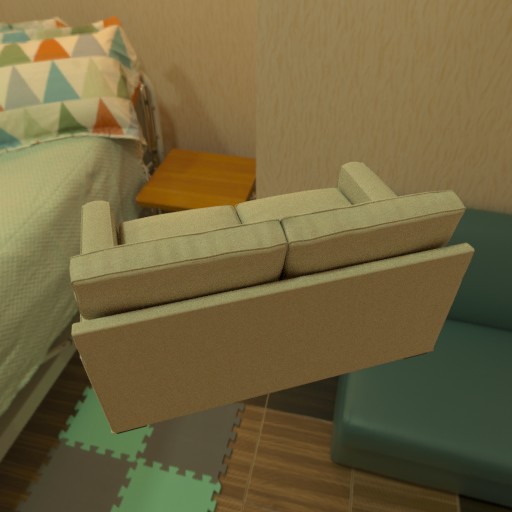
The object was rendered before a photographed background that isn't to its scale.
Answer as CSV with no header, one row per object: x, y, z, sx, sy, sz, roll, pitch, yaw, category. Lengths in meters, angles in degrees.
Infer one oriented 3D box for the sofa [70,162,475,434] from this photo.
0.000,0.000,2.028,1.484,0.853,0.942,-11,42,-12,sofa
